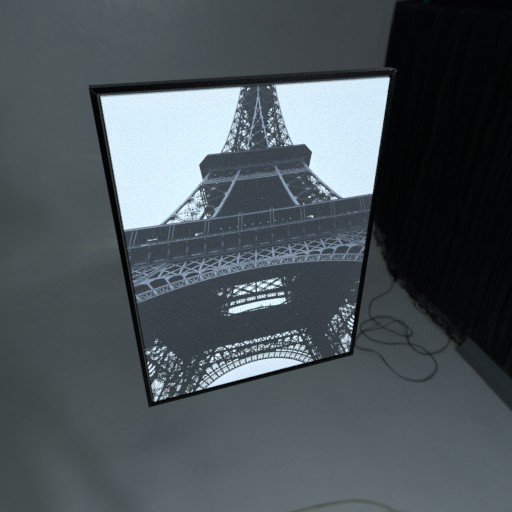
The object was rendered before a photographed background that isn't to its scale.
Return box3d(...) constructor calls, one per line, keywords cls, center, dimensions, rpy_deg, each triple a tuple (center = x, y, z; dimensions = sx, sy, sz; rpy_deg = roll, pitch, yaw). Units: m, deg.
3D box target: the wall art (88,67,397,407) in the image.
box3d(cls="wall art", center=(0.000, 0.000, 1.396), dimensions=(0.805, 1.062, 0.040), rpy_deg=(-10, 33, -16))
